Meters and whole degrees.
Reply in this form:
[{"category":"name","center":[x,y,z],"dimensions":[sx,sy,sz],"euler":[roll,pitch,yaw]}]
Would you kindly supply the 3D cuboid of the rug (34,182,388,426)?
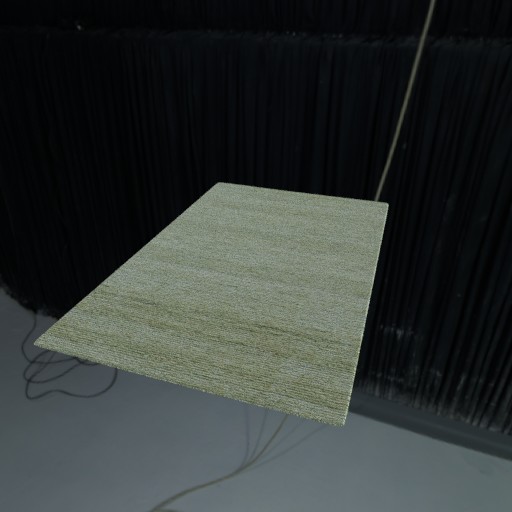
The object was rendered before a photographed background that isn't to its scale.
[{"category":"rug","center":[0.000,0.000,2.185],"dimensions":[1.143,0.010,1.758],"euler":[10,31,16]}]
